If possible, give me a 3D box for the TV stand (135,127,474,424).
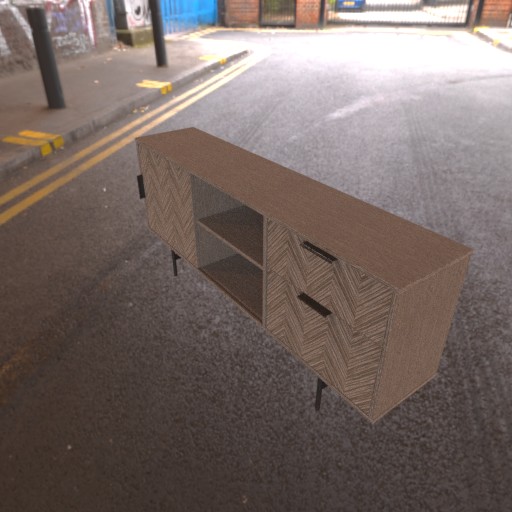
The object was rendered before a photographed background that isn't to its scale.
[{"bbox_3d":[0.000,0.000,2.146,0.405,0.787,1.804,-21,37,-31],"label":"TV stand"}]
